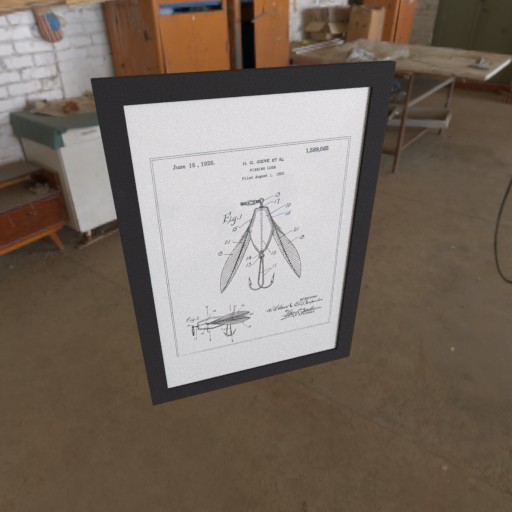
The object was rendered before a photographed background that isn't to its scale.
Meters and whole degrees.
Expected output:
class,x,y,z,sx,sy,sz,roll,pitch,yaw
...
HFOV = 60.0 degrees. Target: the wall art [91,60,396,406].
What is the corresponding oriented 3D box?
class,x,y,z,sx,sy,sz,roll,pitch,yaw
wall art,0.000,0.000,0.678,0.380,0.534,0.013,-10,34,-15
